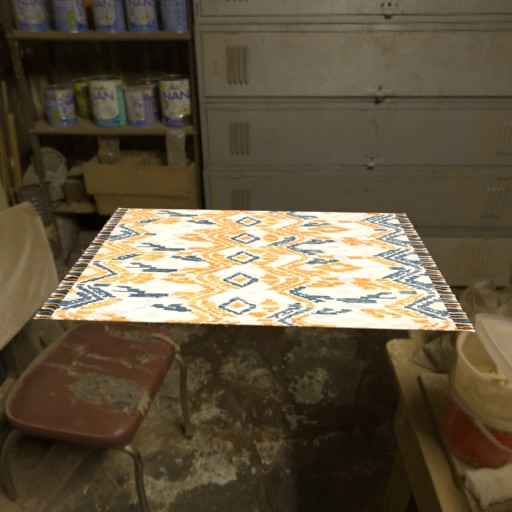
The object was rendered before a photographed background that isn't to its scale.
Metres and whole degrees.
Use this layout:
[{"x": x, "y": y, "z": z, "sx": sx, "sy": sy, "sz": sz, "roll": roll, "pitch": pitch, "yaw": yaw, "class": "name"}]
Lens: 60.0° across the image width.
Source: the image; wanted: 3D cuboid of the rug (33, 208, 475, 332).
[{"x": 0.000, "y": 0.000, "z": 3.077, "sx": 2.428, "sy": 0.010, "sz": 1.533, "roll": 1, "pitch": 30, "yaw": 2, "class": "rug"}]
